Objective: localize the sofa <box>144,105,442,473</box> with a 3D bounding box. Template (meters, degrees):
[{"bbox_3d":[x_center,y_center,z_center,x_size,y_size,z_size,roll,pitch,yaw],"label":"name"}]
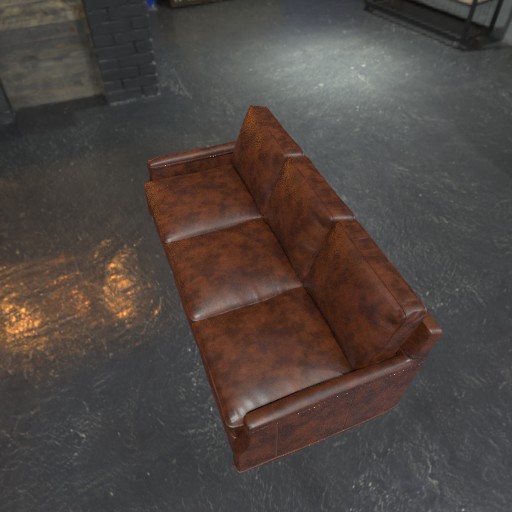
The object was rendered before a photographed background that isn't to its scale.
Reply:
[{"bbox_3d":[0.000,0.000,2.892,1.084,1.003,2.240,-16,49,-14],"label":"sofa"}]
